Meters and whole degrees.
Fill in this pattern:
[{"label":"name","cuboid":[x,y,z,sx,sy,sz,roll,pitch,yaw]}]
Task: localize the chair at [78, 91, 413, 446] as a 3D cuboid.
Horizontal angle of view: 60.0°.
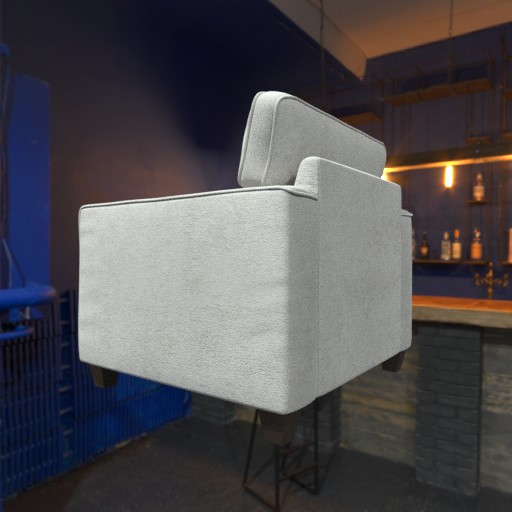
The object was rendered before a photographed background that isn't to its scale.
[{"label":"chair","cuboid":[0.000,0.000,1.751,0.939,0.965,1.015,1,1,36]}]
